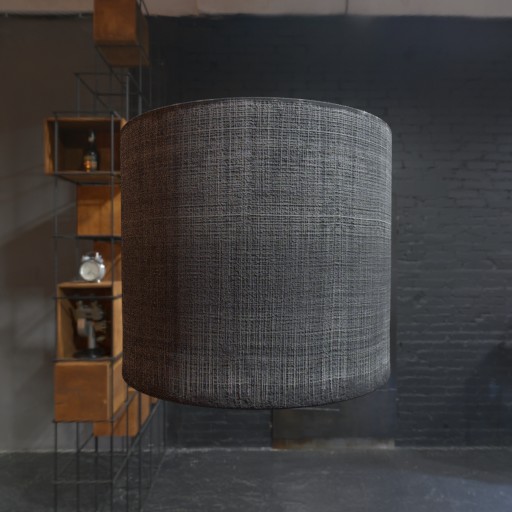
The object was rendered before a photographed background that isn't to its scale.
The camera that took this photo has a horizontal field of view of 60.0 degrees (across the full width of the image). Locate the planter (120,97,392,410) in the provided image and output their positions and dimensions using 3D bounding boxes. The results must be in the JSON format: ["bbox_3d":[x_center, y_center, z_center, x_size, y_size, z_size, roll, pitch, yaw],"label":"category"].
[{"bbox_3d":[0.000,0.000,0.434,0.254,0.221,0.254,0,0,0],"label":"planter"}]
